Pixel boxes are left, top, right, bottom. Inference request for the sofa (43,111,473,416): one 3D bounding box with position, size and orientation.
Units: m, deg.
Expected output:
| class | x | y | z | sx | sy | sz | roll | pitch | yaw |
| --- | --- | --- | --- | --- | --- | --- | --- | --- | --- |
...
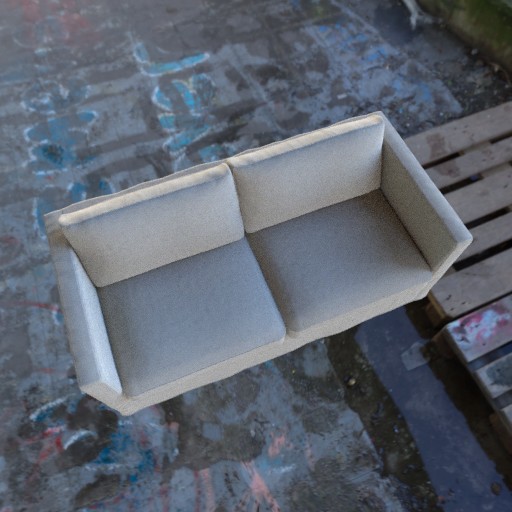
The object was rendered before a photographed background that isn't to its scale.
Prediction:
| class | x | y | z | sx | sy | sz | roll | pitch | yaw |
| --- | --- | --- | --- | --- | --- | --- | --- | --- | --- |
| sofa | 0.000 | 0.000 | 2.422 | 1.959 | 0.835 | 0.962 | -19 | 64 | -10 |
